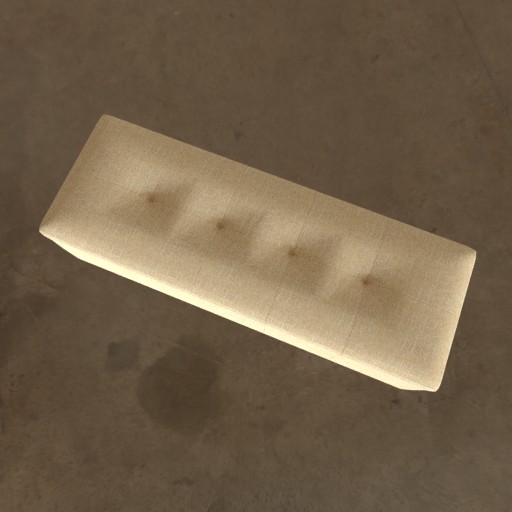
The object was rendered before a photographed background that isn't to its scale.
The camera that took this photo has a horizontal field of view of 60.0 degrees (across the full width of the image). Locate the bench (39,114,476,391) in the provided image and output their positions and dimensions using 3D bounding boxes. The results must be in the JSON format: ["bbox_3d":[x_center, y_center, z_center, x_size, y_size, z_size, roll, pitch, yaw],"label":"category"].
[{"bbox_3d":[0.000,0.000,1.452,1.219,0.406,0.432,21,76,6],"label":"bench"}]
